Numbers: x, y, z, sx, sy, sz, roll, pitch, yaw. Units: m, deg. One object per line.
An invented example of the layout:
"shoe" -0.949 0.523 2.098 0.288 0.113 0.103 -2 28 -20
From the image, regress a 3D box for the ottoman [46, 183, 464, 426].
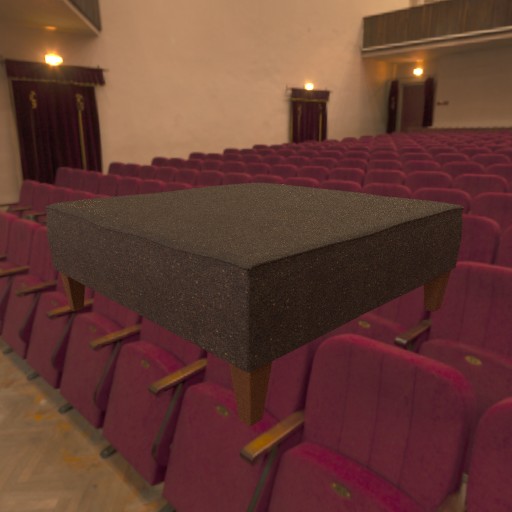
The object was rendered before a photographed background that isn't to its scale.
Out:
"ottoman" 0.000 0.000 1.498 1.004 0.382 0.968 -15 21 -43
